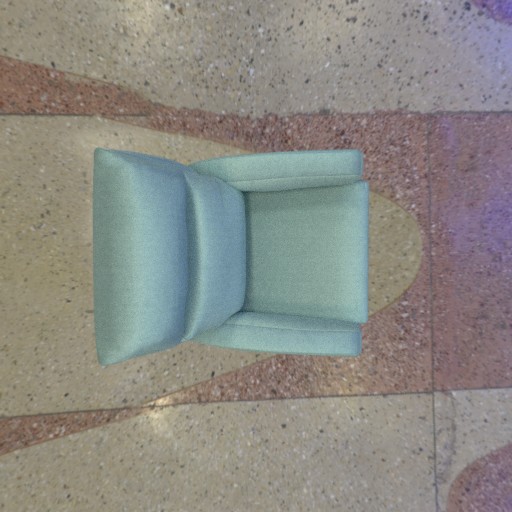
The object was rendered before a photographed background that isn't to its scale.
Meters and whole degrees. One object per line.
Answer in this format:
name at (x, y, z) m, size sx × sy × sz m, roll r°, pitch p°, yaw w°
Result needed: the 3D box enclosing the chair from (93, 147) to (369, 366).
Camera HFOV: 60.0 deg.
chair at (0.000, 0.000, 1.683) m, size 0.940 × 1.013 × 0.812 m, roll 0°, pitch 92°, yaw -1°
